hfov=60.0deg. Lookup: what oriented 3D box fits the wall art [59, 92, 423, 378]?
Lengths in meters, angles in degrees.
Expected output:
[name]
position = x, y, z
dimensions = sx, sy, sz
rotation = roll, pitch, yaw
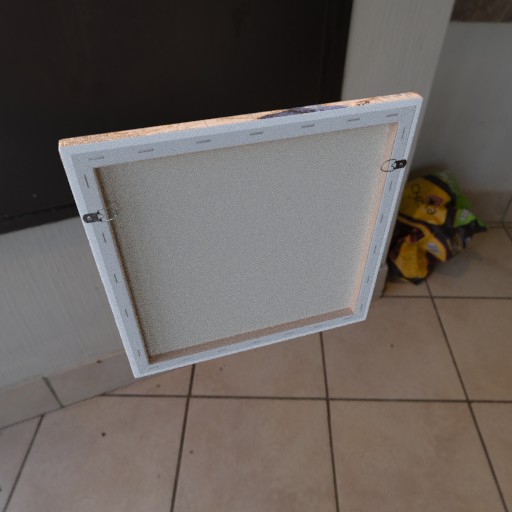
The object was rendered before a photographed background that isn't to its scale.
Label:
[wall art]
position = 0.000, 0.000, 1.380
dimensions = 0.912, 0.914, 0.039
rotation = -12, 44, -13
